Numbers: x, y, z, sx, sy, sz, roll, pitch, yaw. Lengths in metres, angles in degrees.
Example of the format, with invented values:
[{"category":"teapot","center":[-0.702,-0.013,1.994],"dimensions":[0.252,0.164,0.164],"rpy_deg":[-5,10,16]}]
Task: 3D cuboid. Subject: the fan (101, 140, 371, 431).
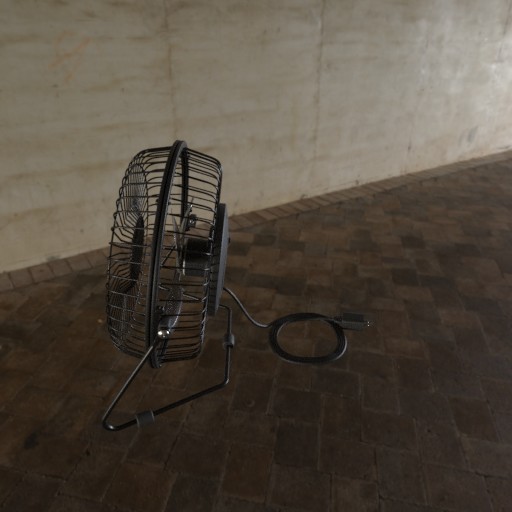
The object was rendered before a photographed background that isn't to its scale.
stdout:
[{"category":"fan","center":[0.000,0.000,0.369],"dimensions":[0.227,0.188,0.209],"rpy_deg":[-1,27,-1]}]
